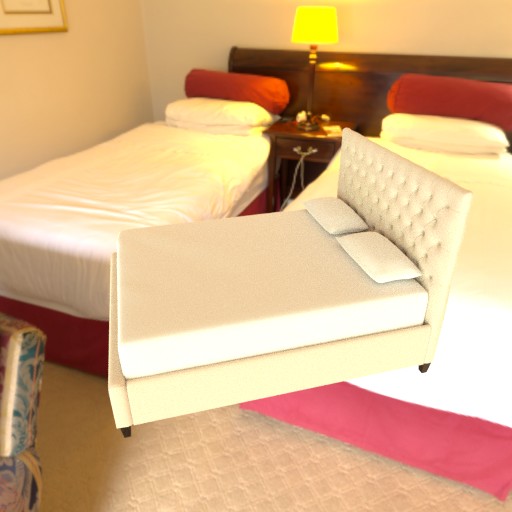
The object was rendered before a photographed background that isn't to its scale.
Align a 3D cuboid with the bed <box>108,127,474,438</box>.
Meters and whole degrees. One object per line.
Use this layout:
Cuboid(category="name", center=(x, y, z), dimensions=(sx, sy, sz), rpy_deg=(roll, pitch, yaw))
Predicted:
Cuboid(category="bed", center=(0.000, 0.000, 3.373), dimensions=(2.233, 1.426, 1.696), rpy_deg=(-8, 30, -13))
